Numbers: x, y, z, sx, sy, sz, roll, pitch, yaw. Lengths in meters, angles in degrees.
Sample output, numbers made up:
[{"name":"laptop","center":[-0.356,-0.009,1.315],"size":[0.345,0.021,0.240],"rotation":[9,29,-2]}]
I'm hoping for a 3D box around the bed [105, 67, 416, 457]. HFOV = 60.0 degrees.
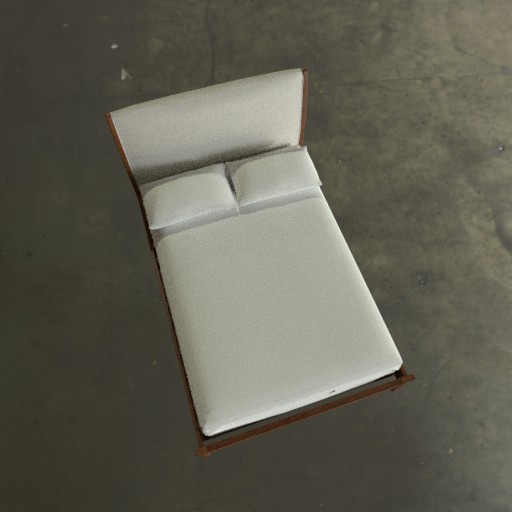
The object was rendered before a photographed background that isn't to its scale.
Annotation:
[{"name":"bed","center":[0.000,0.000,3.373],"size":[1.612,1.250,2.380],"rotation":[-16,64,-8]}]
